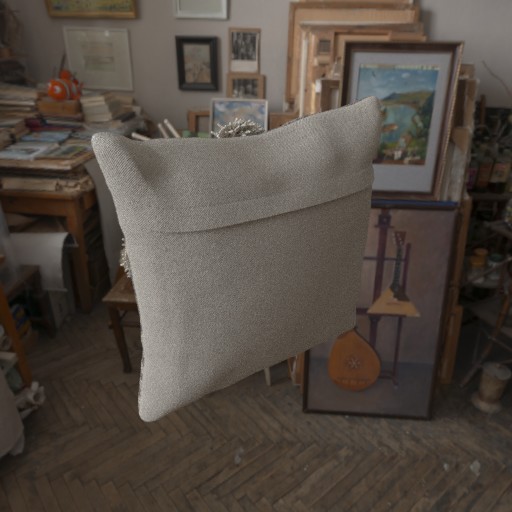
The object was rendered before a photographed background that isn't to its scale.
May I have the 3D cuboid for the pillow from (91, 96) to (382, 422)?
[{"bbox_3d":[0.000,0.000,0.765,0.484,0.490,0.234,-17,33,-28],"label":"pillow"}]
